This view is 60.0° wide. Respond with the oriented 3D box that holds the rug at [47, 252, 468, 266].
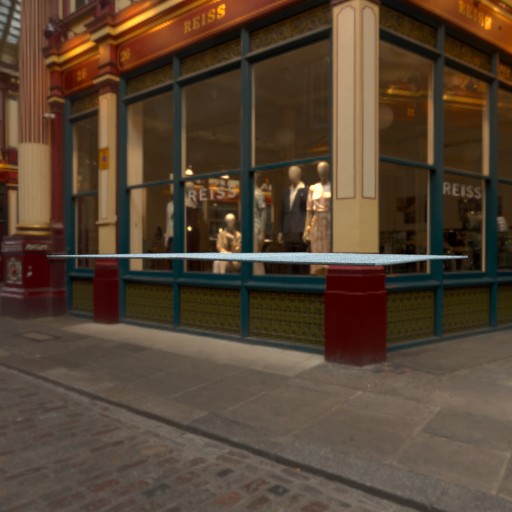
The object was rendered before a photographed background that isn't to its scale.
[{"bbox_3d":[0.000,0.000,2.898,2.260,0.026,1.611,1,1,37],"label":"rug"}]
